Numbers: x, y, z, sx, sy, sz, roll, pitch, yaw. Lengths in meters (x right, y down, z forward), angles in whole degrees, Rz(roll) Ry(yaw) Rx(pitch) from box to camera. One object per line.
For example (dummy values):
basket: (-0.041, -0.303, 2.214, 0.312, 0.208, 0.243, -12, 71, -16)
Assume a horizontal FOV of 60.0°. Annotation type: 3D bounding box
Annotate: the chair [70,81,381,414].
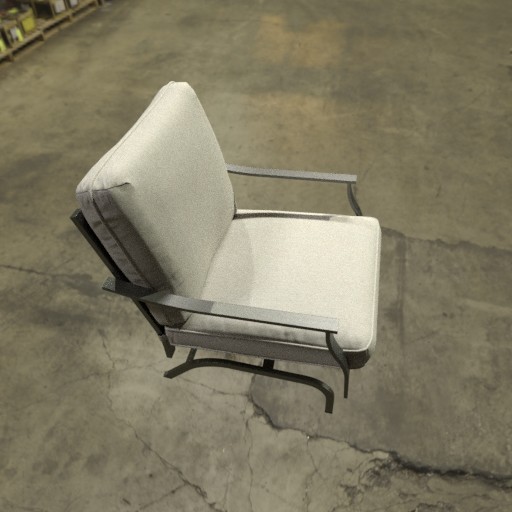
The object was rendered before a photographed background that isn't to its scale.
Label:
chair: (0.000, 0.000, 1.414, 0.787, 0.860, 0.650, 9, 47, 9)
